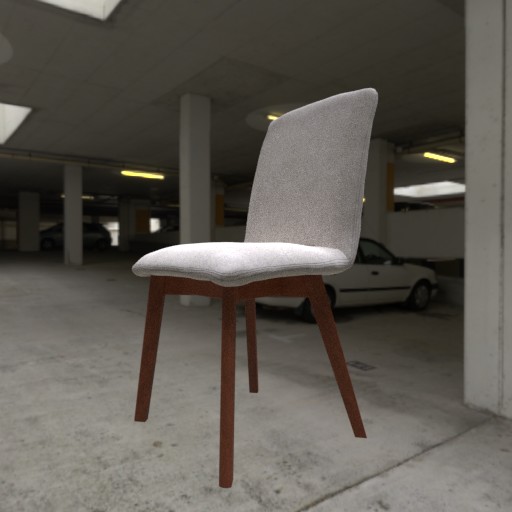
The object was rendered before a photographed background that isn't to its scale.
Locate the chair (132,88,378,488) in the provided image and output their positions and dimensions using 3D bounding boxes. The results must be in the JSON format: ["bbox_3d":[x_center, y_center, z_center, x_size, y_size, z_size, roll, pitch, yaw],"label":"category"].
[{"bbox_3d":[0.000,0.000,1.278,0.563,0.974,0.522,-1,1,-38],"label":"chair"}]
